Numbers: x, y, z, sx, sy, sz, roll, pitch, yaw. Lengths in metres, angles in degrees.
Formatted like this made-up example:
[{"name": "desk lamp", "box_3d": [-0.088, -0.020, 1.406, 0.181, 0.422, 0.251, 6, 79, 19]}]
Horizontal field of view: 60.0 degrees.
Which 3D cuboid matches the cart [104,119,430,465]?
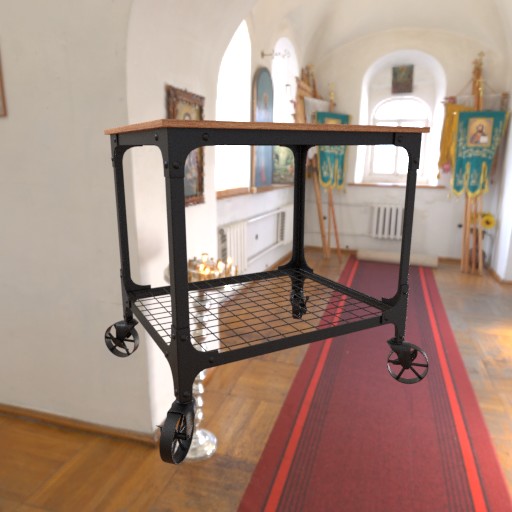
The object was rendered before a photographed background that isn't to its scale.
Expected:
[{"name": "cart", "box_3d": [0.000, 0.000, 1.090, 0.666, 0.603, 0.558, -7, 16, -28]}]
